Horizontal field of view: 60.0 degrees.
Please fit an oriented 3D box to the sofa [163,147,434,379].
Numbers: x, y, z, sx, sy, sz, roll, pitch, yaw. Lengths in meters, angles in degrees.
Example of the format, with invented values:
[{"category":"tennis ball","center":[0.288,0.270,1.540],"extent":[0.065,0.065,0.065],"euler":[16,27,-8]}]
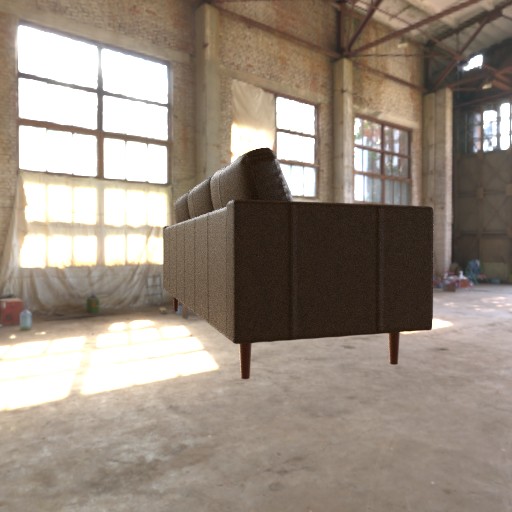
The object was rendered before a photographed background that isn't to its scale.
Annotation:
[{"category":"sofa","center":[0.000,0.000,2.783],"extent":[0.903,0.930,2.231],"euler":[0,1,-18]}]
